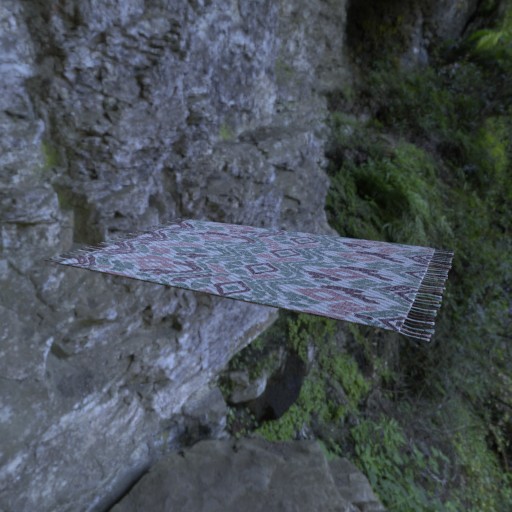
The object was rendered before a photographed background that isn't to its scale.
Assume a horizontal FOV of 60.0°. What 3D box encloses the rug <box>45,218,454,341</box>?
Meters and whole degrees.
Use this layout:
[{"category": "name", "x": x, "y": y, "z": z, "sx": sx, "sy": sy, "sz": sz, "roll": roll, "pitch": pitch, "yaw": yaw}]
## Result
[{"category": "rug", "x": 0.000, "y": 0.000, "z": 3.047, "sx": 2.438, "sy": 0.011, "sz": 1.524, "roll": 9, "pitch": 19, "yaw": 26}]
